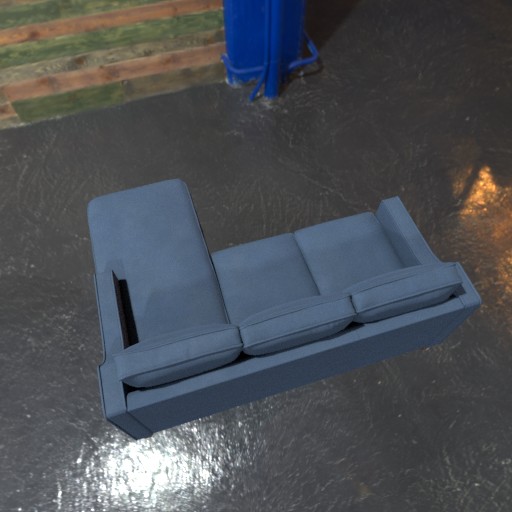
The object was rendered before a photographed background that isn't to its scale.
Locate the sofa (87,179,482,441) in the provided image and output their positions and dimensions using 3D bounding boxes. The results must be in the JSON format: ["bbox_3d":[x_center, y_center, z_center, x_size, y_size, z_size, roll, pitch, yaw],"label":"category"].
[{"bbox_3d":[0.000,0.000,3.264,2.317,1.066,1.858,-15,60,-9],"label":"sofa"}]
